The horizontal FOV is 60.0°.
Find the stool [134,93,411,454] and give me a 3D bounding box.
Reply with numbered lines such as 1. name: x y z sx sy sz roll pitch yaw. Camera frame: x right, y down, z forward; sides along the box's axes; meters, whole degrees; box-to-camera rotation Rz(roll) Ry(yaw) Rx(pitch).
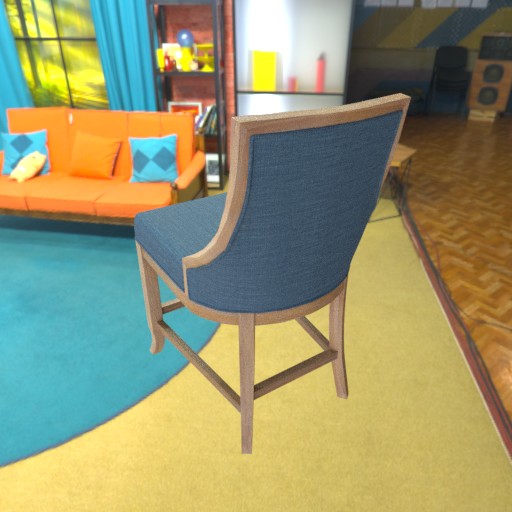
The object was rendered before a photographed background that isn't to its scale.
1. stool: 0.000 0.000 1.293 0.524 0.938 0.626 -18 34 -28
